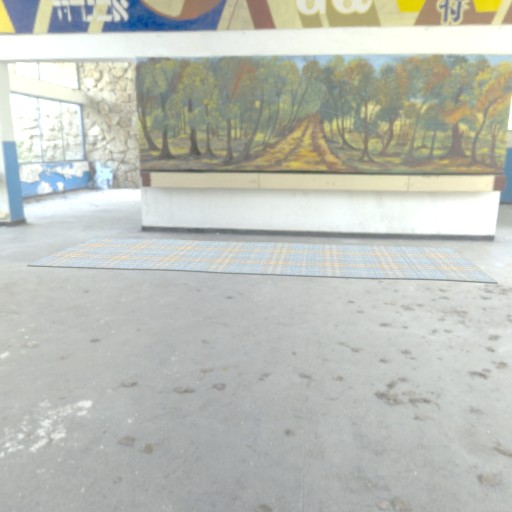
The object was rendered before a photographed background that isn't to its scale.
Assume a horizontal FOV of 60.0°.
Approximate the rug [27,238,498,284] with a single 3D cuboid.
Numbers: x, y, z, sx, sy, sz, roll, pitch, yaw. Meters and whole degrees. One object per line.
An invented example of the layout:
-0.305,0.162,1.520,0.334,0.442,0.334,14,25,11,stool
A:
0.000,0.000,2.644,2.439,0.013,0.762,2,14,7,rug
